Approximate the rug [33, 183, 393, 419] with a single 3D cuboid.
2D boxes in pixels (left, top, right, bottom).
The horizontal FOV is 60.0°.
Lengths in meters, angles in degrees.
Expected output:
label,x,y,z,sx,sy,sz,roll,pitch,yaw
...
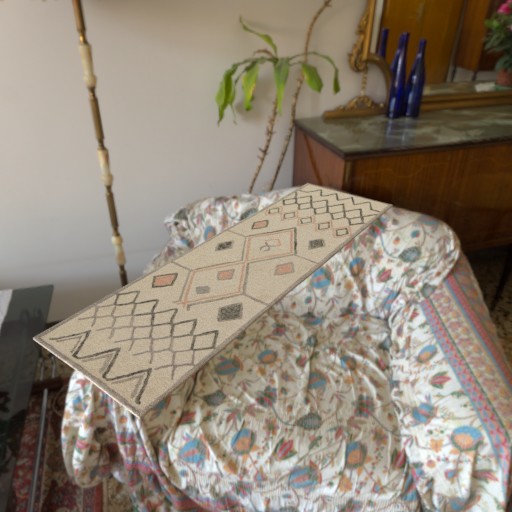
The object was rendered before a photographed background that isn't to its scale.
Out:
label,x,y,z,sx,sy,sz,roll,pitch,yaw
rug,0.000,0.000,2.687,0.750,0.011,2.435,21,36,31
